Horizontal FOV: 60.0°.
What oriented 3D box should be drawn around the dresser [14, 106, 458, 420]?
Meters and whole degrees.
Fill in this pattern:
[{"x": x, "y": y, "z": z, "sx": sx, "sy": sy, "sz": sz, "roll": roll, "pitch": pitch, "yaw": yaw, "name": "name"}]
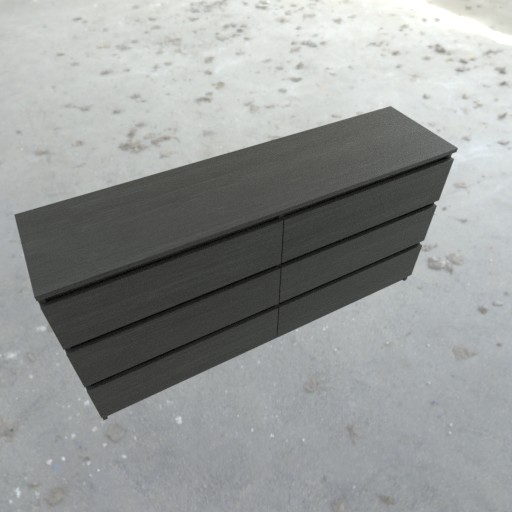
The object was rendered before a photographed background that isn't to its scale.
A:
[{"x": 0.000, "y": 0.000, "z": 1.881, "sx": 1.590, "sy": 0.795, "sz": 0.400, "roll": -21, "pitch": 49, "yaw": -20, "name": "dresser"}]
